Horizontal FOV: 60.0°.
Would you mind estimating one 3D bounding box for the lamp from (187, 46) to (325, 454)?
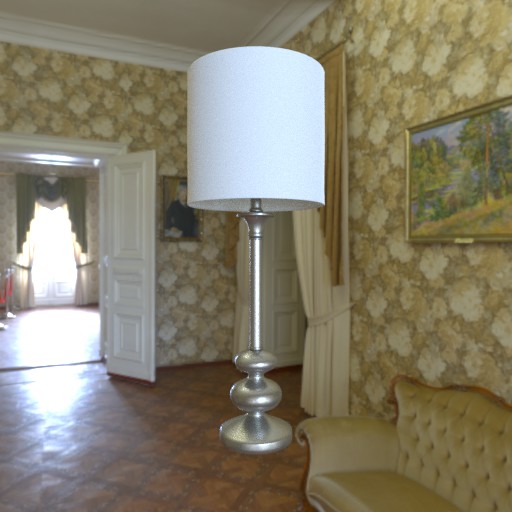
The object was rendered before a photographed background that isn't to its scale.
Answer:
[{"bbox_3d":[0.000,0.000,0.831,0.254,0.690,0.254,0,1,19],"label":"lamp"}]
